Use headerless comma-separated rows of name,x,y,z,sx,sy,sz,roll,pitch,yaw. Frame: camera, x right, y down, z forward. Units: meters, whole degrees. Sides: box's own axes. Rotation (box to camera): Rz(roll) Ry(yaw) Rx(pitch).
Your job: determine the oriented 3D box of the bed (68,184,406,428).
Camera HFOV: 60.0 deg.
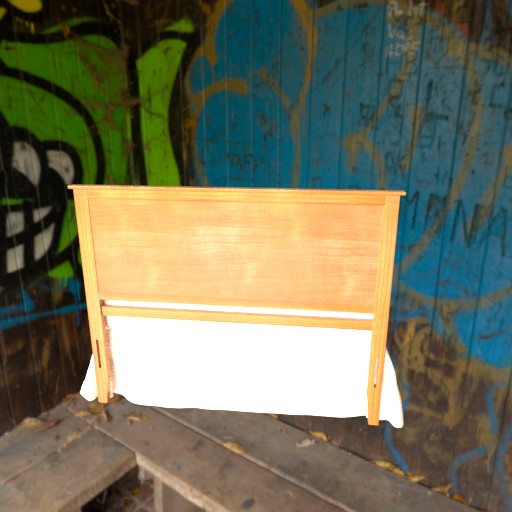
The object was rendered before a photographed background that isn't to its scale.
bed,0.000,0.000,3.258,1.870,1.273,2.035,2,17,7
